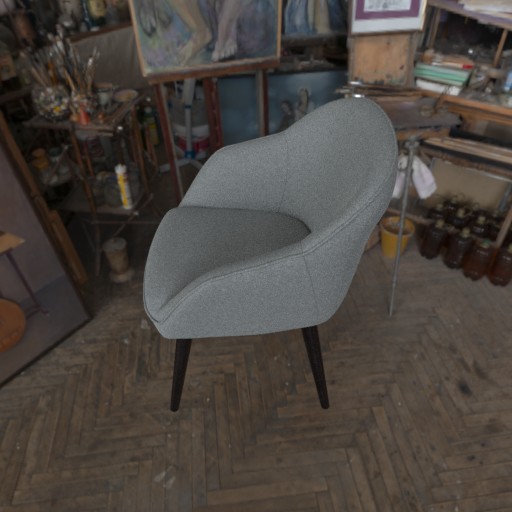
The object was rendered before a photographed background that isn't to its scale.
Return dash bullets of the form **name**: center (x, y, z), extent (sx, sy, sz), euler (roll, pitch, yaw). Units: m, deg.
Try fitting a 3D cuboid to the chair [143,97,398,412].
- **chair**: center (0.000, 0.000, 1.254), extent (0.611, 0.810, 0.589), euler (-1, 41, -1)
